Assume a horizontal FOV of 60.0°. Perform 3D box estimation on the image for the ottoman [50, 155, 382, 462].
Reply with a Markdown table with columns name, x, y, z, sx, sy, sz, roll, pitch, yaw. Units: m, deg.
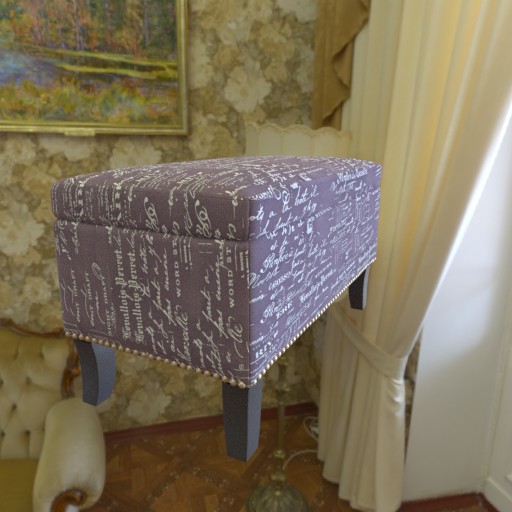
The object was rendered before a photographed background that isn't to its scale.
| name | x | y | z | sx | sy | sz | roll | pitch | yaw |
| --- | --- | --- | --- | --- | --- | --- | --- | --- | --- |
| ottoman | 0.000 | 0.000 | 1.059 | 0.406 | 0.457 | 0.813 | 8 | 17 | 27 |
